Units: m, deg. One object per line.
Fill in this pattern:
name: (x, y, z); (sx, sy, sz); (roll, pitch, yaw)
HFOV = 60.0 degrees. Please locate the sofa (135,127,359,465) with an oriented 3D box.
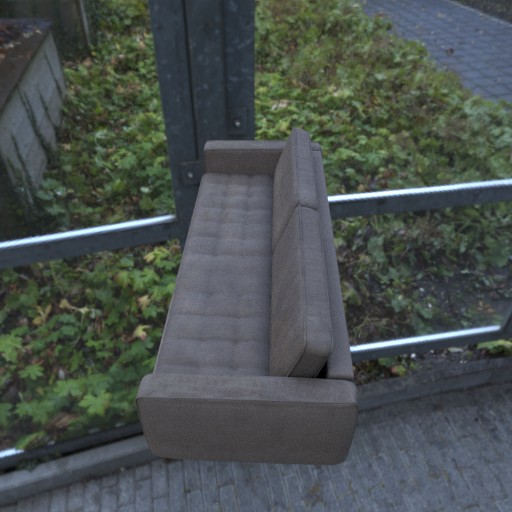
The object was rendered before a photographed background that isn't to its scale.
sofa: (0.000, 0.000, 2.712); (0.923, 0.813, 2.295); (2, 41, 2)
